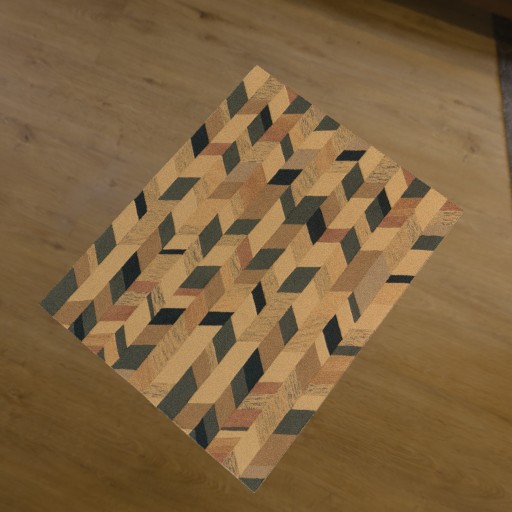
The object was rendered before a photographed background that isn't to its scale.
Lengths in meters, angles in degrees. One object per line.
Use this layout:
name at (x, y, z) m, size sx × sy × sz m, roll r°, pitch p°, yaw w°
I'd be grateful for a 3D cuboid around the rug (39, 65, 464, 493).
rug at (0.000, 0.000, 3.985) m, size 2.451 × 0.011 × 3.072 m, roll 38°, pitch 80°, yaw 8°
